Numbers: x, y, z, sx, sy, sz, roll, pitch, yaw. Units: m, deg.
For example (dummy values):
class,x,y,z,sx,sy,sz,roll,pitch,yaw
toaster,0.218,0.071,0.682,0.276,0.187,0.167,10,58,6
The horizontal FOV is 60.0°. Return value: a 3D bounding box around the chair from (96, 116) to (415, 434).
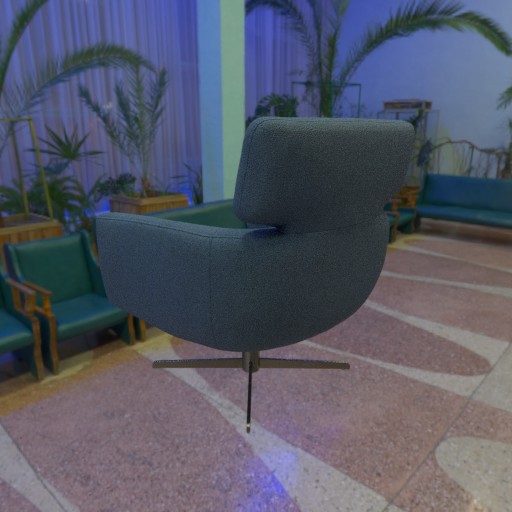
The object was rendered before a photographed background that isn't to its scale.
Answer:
class,x,y,z,sx,sy,sz,roll,pitch,yaw
chair,0.000,0.000,1.384,0.738,0.813,0.761,-15,22,-42
